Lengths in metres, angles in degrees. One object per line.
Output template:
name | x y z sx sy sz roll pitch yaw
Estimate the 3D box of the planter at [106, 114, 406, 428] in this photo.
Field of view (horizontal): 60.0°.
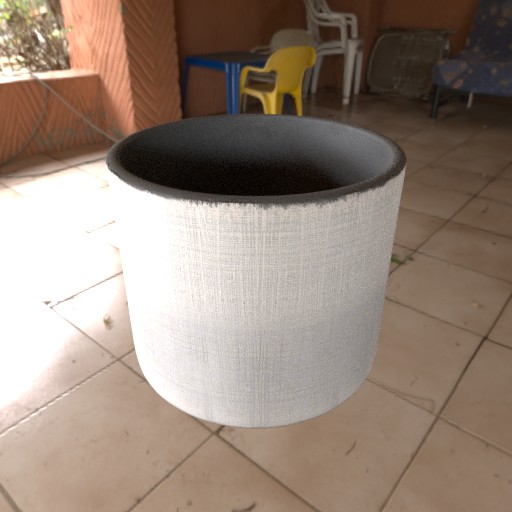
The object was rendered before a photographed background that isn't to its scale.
planter | 0.000 0.000 0.435 0.254 0.221 0.254 0 30 0
